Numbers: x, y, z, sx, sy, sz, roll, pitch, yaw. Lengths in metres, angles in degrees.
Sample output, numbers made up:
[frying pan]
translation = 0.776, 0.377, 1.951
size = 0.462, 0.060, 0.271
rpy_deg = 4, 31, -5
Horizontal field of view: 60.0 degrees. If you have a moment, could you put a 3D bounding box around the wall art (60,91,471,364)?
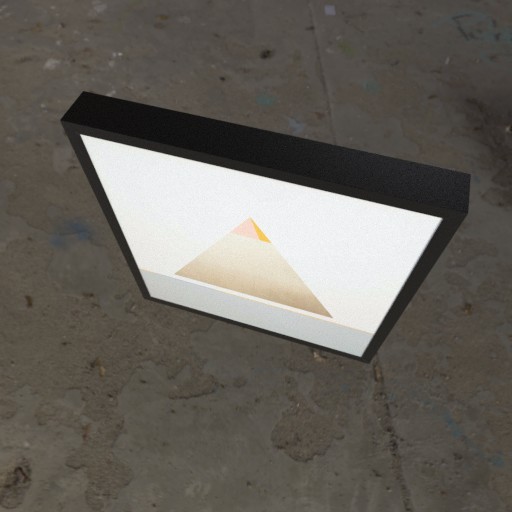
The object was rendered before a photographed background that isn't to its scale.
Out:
[wall art]
translation = 0.000, 0.000, 0.453
size = 0.304, 0.303, 0.037
rpy_deg = 15, 59, 9
